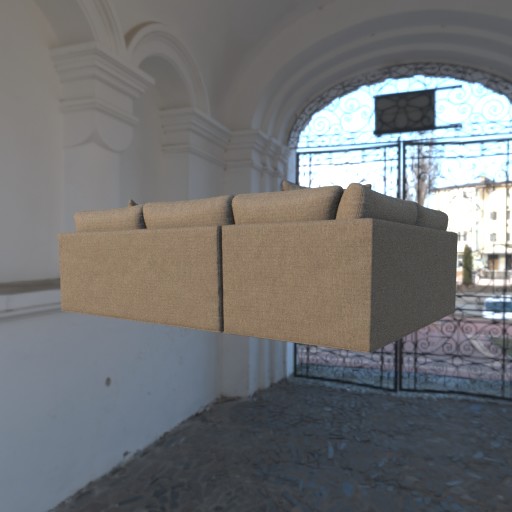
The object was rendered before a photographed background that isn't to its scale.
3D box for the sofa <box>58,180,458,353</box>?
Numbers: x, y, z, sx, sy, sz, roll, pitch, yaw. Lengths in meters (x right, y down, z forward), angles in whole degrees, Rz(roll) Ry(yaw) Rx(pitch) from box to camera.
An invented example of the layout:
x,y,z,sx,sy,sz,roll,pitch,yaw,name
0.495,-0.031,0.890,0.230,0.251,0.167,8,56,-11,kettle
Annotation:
x,y,z,sx,sy,sz,roll,pitch,yaw,name
0.000,0.000,3.872,2.896,0.978,1.994,0,0,36,sofa
